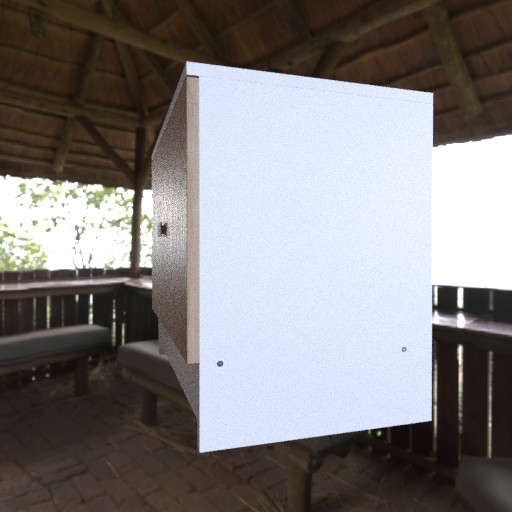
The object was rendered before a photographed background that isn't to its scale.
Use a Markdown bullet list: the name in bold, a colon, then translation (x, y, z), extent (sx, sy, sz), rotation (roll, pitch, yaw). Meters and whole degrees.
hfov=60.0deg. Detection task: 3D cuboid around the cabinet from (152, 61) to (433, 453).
- **cabinet**: translation (0.000, 0.000, 0.931), extent (0.400, 0.522, 0.600), rotation (0, 1, -18)
